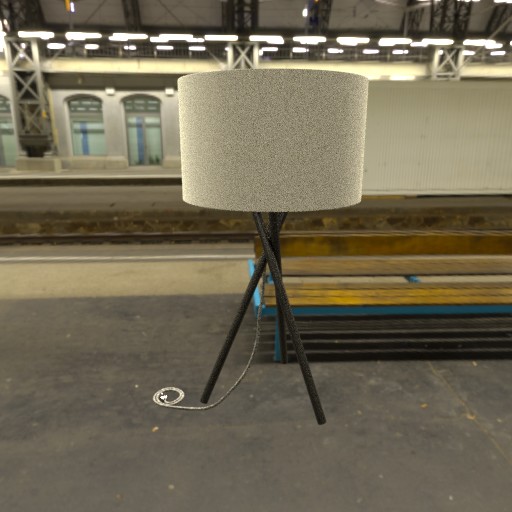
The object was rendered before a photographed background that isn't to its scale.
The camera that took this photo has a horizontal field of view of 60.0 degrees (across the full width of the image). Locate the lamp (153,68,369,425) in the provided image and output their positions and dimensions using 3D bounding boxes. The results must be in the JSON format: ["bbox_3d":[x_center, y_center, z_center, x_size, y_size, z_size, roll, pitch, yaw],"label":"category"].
[{"bbox_3d":[0.000,0.000,0.912,0.422,0.674,0.353,-7,17,-25],"label":"lamp"}]
